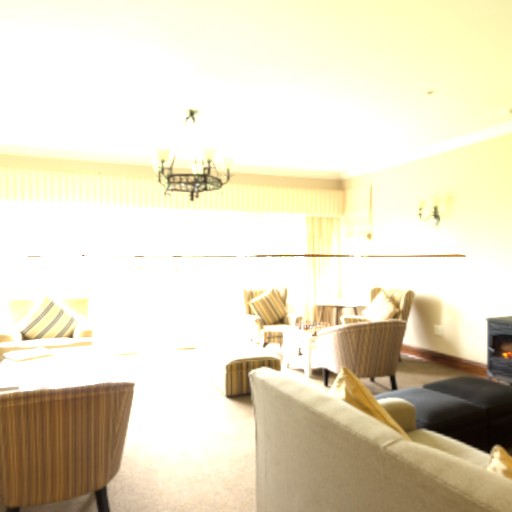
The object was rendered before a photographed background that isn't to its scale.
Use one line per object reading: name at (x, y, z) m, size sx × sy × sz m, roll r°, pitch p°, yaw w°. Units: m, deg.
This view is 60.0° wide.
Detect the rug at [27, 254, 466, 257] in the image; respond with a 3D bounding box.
rug at (0.000, 0.000, 3.050) m, size 2.439 × 0.015 × 1.524 m, roll 0°, pitch 0°, yaw 18°
